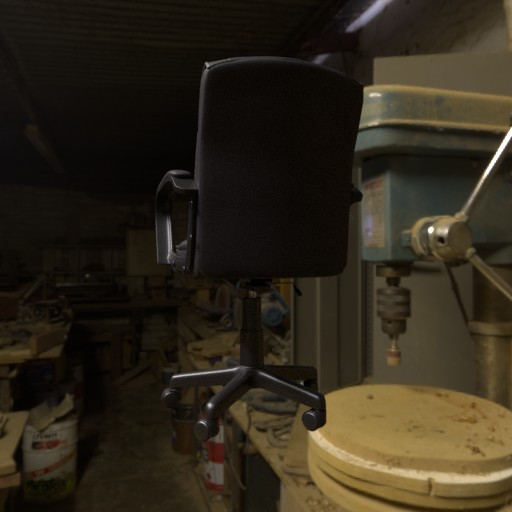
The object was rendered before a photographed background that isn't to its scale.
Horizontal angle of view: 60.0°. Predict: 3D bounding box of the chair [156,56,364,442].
[{"bbox_3d":[0.000,0.000,1.397,0.576,0.998,0.641,0,0,-18],"label":"chair"}]
